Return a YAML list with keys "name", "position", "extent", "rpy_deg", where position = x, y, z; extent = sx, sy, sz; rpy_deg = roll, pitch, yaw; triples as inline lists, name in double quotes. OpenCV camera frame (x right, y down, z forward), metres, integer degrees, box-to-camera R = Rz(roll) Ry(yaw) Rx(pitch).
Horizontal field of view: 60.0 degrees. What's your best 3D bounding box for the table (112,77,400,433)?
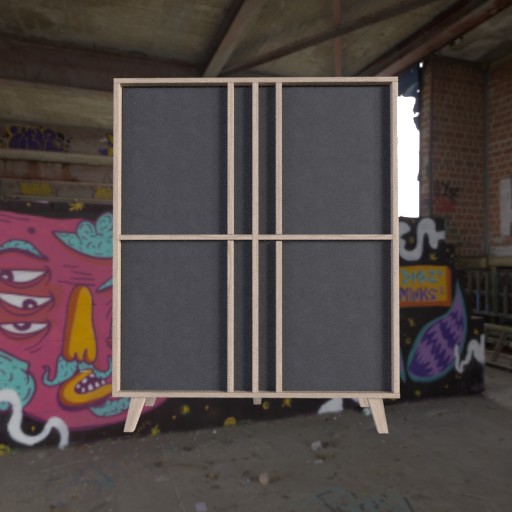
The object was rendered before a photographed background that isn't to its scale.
- name: "table"
  position: [0.000, 0.000, 1.919]
  extent: [1.111, 1.388, 0.398]
  rpy_deg: [0, -1, 1]
